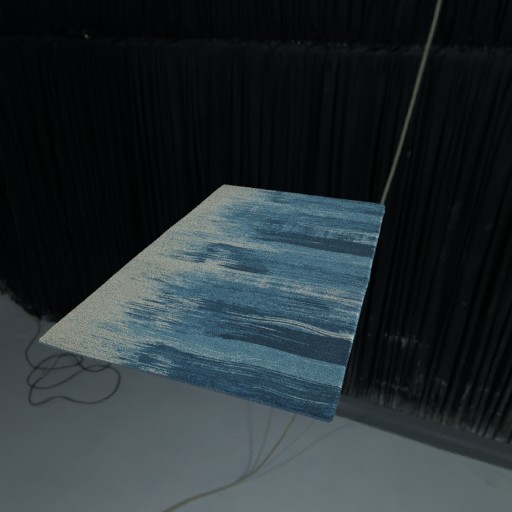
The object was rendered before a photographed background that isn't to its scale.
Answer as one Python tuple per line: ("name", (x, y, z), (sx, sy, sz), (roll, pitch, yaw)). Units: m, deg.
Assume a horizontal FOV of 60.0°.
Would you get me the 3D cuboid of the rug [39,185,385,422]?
("rug", (0.000, 0.000, 3.045), (1.540, 0.027, 2.450), (10, 31, 17))
